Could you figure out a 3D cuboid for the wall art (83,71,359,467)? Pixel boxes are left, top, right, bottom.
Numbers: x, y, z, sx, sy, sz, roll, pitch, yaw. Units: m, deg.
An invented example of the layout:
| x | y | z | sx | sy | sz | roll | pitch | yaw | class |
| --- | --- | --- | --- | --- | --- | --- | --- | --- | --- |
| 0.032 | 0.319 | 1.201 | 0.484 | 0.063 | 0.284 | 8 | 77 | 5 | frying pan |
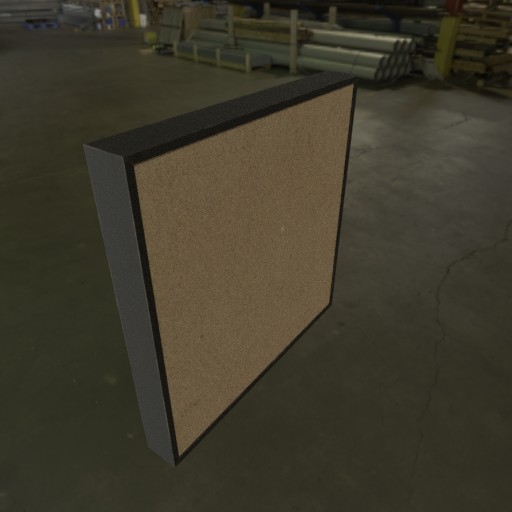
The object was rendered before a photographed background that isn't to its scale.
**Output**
| x | y | z | sx | sy | sz | roll | pitch | yaw | class |
| --- | --- | --- | --- | --- | --- | --- | --- | --- | --- |
| 0.000 | 0.000 | 0.449 | 0.038 | 0.305 | 0.305 | 22 | 39 | 30 | wall art |
